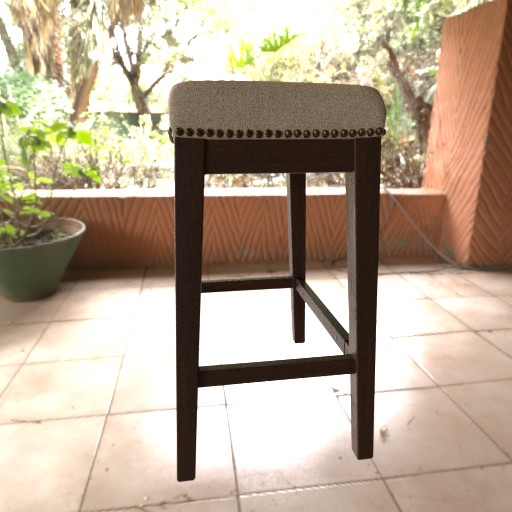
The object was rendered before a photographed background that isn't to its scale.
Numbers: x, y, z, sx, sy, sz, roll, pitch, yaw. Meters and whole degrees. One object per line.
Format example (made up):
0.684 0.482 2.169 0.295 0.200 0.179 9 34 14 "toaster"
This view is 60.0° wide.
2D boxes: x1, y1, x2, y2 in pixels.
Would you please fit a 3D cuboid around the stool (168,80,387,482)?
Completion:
0.000 0.000 0.953 0.363 0.669 0.509 -3 16 -9 "stool"
